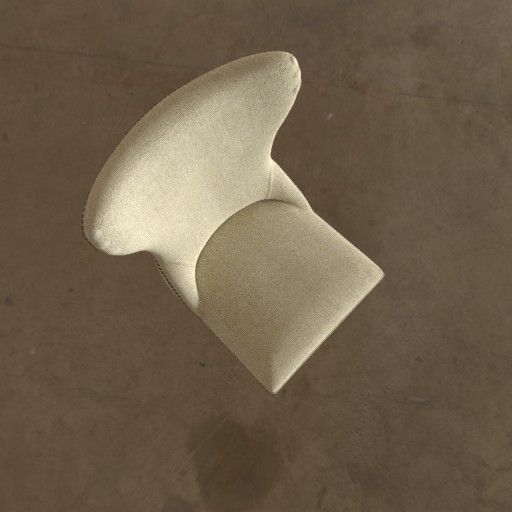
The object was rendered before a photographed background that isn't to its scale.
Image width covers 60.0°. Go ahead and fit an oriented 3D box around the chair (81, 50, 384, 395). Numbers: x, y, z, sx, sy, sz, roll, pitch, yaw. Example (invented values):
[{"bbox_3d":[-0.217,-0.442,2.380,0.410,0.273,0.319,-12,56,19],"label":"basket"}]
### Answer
[{"bbox_3d":[0.000,0.000,1.420,0.681,1.002,0.654,43,78,11],"label":"chair"}]
